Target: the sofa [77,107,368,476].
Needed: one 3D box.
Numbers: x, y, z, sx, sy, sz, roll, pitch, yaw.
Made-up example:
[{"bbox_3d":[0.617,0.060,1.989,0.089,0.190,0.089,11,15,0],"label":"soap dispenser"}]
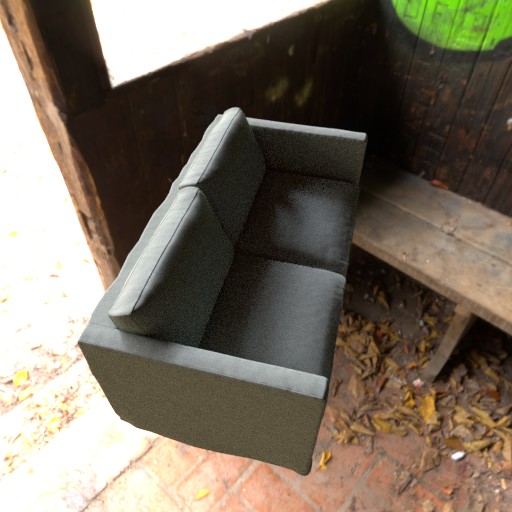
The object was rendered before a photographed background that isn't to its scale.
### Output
[{"bbox_3d":[0.000,0.000,2.298,0.944,0.830,1.727,11,47,10],"label":"sofa"}]
